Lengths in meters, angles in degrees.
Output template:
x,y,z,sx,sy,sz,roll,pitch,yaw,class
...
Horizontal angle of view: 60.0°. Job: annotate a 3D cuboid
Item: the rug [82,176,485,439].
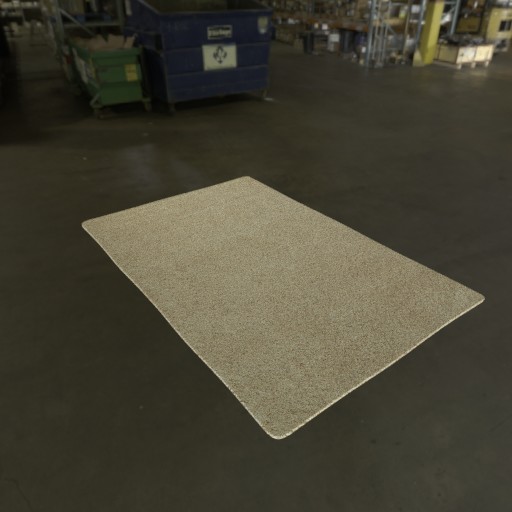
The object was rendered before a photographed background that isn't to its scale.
x,y,z,sx,sy,sz,roll,pitch,yaw,class
0.000,0.000,3.398,1.801,0.024,2.700,-22,38,-31,rug
